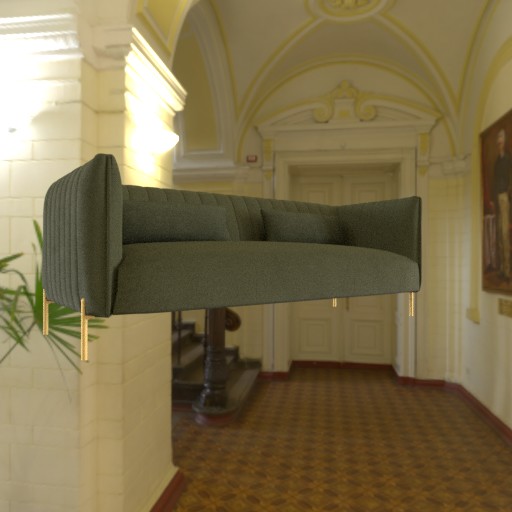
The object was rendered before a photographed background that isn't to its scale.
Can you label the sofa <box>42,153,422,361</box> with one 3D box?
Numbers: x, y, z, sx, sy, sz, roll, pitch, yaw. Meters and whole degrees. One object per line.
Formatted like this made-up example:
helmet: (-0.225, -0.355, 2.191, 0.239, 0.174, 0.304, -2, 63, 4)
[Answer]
sofa: (0.000, 0.000, 2.563, 2.137, 0.793, 0.896, 0, 0, -36)
